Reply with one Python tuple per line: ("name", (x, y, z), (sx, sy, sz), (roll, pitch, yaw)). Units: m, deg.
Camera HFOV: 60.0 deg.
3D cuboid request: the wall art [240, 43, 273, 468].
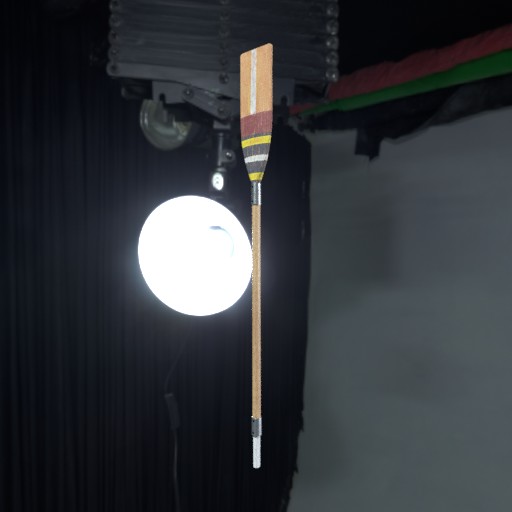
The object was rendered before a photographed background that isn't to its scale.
("wall art", (0.000, 0.000, 1.652), (0.146, 1.556, 0.038), (-1, -1, 38))
